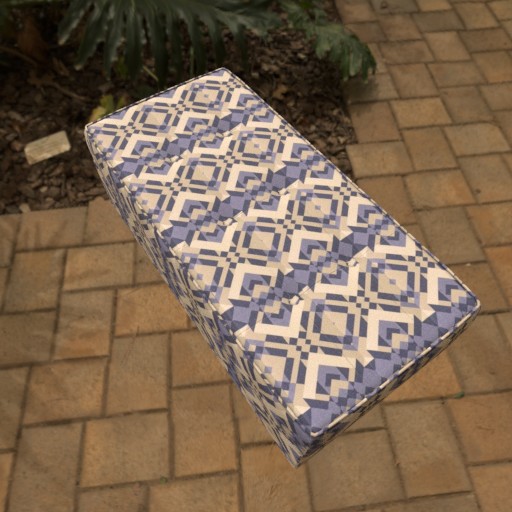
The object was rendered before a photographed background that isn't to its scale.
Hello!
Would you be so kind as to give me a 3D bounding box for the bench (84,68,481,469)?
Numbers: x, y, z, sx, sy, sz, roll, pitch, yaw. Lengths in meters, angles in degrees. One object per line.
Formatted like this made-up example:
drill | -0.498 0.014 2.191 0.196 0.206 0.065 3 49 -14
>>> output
bench | 0.000 0.000 1.259 0.492 0.477 1.016 -31 62 -18
